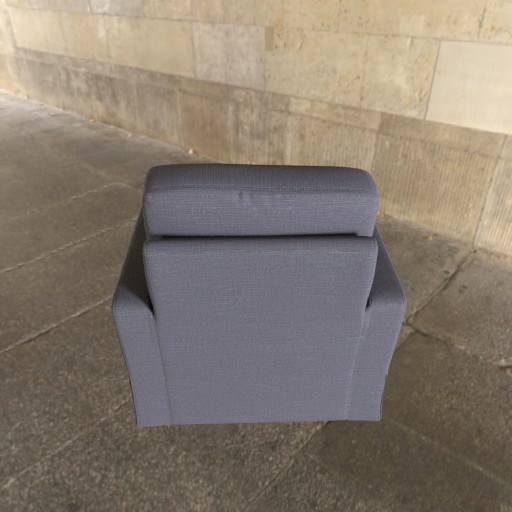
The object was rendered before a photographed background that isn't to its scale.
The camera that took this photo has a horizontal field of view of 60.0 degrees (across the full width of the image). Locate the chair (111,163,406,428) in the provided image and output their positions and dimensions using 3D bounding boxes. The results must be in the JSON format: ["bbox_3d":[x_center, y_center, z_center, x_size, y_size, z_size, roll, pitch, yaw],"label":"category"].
[{"bbox_3d":[0.000,0.000,1.517,0.798,0.855,0.863,-1,32,-2],"label":"chair"}]
